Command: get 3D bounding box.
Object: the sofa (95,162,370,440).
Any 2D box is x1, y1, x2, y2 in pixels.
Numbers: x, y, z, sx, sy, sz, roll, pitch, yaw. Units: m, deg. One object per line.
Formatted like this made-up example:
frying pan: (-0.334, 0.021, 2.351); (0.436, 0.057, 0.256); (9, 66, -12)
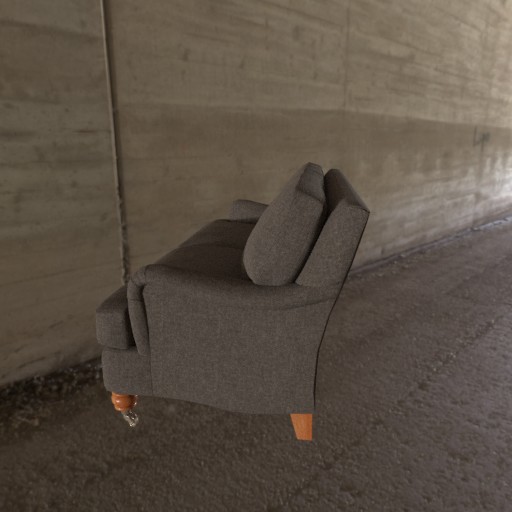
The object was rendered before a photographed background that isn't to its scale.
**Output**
sofa: (0.000, 0.000, 2.712); (1.087, 1.054, 2.160); (2, 15, 8)
